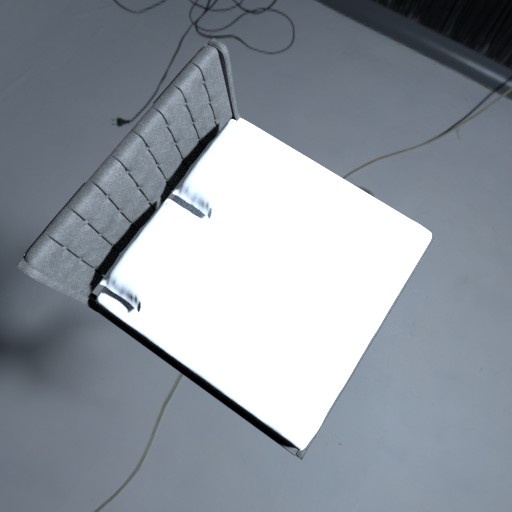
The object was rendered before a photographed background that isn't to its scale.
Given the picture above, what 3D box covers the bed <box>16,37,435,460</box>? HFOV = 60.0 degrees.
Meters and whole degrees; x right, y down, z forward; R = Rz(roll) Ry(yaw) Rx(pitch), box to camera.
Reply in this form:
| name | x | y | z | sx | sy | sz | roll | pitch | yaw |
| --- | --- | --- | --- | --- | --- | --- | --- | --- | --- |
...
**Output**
| name | x | y | z | sx | sy | sz | roll | pitch | yaw |
| --- | --- | --- | --- | --- | --- | --- | --- | --- | --- |
| bed | 0.000 | 0.000 | 2.504 | 1.638 | 0.933 | 1.531 | 33 | 77 | 9 |
